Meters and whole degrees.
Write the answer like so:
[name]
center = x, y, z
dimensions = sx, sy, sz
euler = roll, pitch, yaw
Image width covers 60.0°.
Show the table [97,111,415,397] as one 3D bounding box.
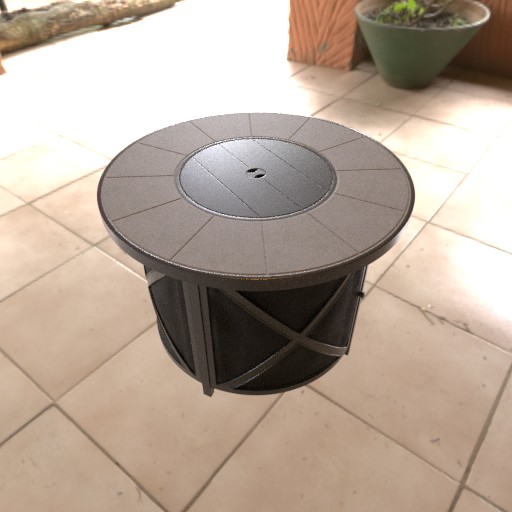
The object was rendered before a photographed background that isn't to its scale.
[table]
center = 0.000, 0.000, 1.531
dimensions = 0.914, 0.650, 0.914
euler = 0, 41, 0
